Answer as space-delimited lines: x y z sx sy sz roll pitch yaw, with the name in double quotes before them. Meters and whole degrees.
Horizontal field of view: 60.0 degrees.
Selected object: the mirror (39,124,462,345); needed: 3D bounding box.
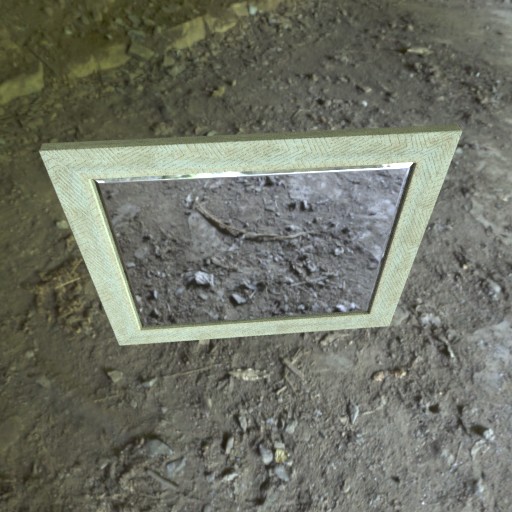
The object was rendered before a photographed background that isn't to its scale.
"mirror" 0.000 0.000 1.131 0.839 0.689 0.028 -3 46 -3
